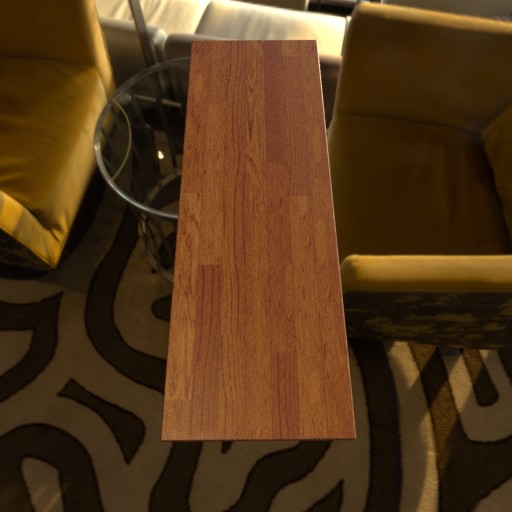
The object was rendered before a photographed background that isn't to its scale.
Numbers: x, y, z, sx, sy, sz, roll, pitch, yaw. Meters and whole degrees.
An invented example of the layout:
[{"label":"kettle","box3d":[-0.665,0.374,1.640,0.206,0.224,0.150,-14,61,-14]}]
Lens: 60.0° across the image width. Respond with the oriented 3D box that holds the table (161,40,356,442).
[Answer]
[{"label":"table","box3d":[0.000,0.000,1.513,0.408,0.740,1.204,0,64,0]}]
